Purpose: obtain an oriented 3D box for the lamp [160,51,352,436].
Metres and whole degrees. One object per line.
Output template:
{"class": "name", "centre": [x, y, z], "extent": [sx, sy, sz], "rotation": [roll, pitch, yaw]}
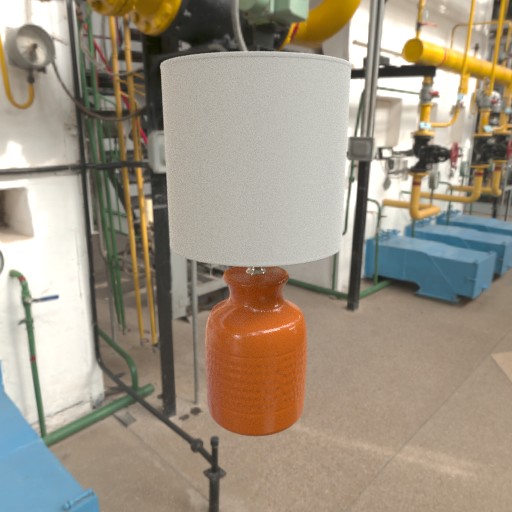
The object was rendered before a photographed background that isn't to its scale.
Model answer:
{"class": "lamp", "centre": [0.000, 0.000, 1.104], "extent": [0.418, 0.871, 0.418], "rotation": [15, 22, 42]}
